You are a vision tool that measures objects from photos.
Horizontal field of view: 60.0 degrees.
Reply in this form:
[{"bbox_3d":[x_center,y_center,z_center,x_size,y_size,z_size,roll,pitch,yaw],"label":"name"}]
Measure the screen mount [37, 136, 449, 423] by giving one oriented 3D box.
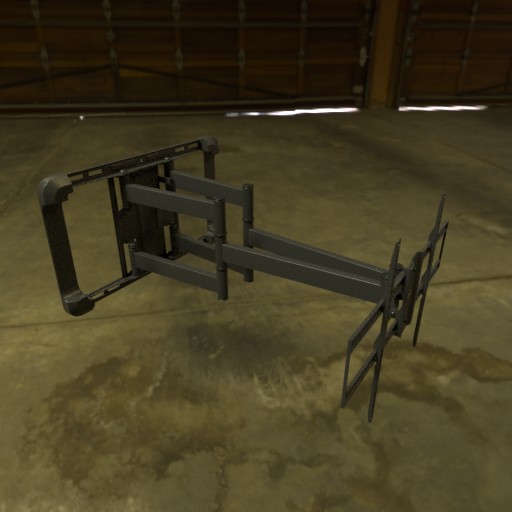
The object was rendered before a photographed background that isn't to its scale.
[{"bbox_3d":[0.000,0.000,1.297,0.905,0.483,0.725,17,31,31],"label":"screen mount"}]
